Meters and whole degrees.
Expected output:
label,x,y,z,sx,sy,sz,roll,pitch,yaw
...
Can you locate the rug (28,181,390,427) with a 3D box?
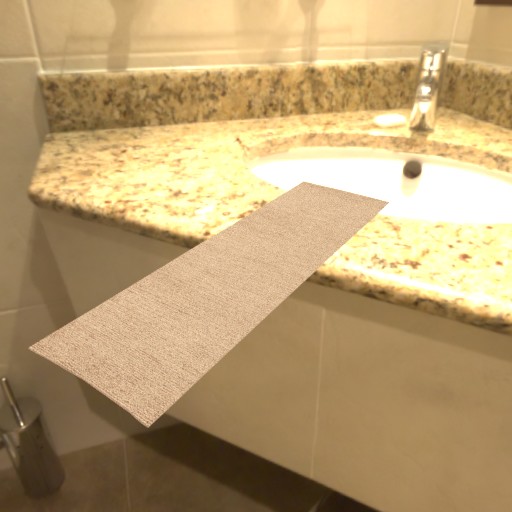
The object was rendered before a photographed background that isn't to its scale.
label,x,y,z,sx,sy,sz,roll,pitch,yaw
rug,0.000,0.000,2.523,0.712,0.013,2.346,20,36,30
